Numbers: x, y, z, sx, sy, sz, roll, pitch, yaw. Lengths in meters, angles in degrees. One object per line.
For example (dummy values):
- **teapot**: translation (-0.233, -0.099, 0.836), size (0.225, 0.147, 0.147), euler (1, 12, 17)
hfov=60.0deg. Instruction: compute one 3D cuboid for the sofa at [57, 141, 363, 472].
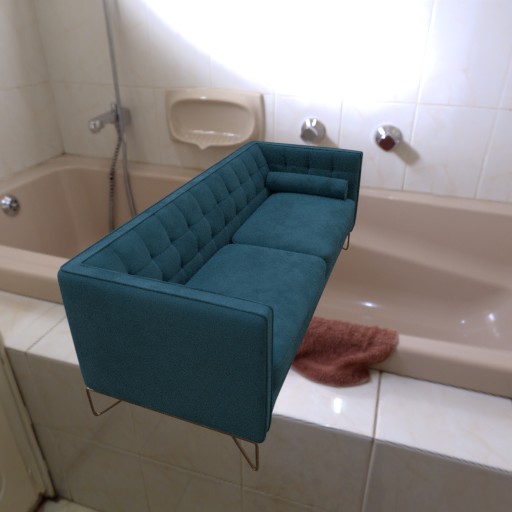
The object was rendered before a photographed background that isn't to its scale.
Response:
- **sofa**: translation (0.000, 0.000, 2.547), size (0.867, 0.789, 2.087), euler (10, 30, 18)
